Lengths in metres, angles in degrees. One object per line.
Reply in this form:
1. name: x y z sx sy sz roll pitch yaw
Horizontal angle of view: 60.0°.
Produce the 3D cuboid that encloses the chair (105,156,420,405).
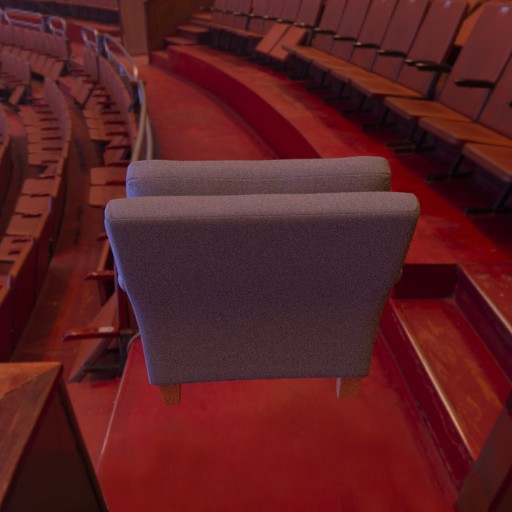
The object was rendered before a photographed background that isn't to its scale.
1. chair: 0.000 0.000 1.887 0.955 1.038 1.070 -2 31 -3
